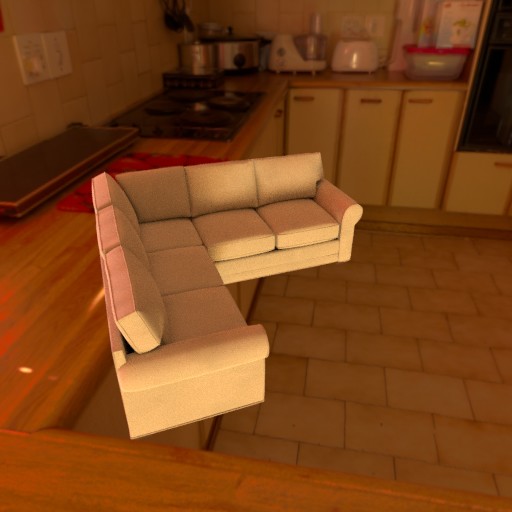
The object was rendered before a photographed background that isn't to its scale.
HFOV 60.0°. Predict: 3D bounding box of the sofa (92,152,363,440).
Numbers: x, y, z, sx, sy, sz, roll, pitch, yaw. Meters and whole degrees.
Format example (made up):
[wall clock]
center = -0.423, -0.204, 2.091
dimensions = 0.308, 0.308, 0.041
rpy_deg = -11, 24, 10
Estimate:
[sofa]
center = 0.000, 0.000, 3.923
dimensions = 2.562, 1.053, 2.487
rpy_deg = -11, 32, -17
